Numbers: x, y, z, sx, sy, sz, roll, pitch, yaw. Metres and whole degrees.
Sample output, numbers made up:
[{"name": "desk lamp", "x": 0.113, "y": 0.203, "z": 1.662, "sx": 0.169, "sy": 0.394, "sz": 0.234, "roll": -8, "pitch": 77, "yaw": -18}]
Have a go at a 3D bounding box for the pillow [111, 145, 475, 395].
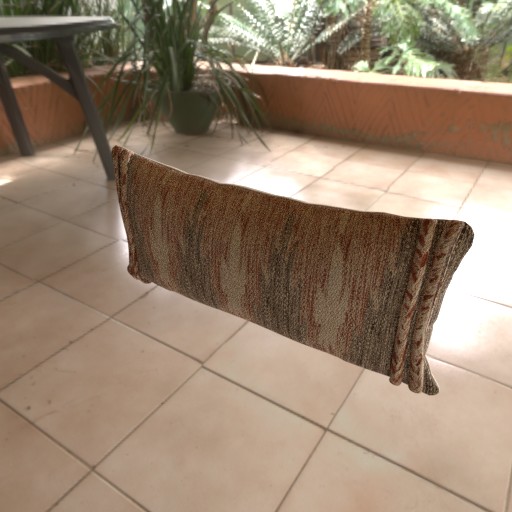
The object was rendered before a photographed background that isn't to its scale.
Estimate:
[{"name": "pillow", "x": 0.000, "y": 0.000, "z": 0.729, "sx": 0.635, "sy": 0.282, "sz": 0.139, "roll": 18, "pitch": 35, "yaw": 27}]
